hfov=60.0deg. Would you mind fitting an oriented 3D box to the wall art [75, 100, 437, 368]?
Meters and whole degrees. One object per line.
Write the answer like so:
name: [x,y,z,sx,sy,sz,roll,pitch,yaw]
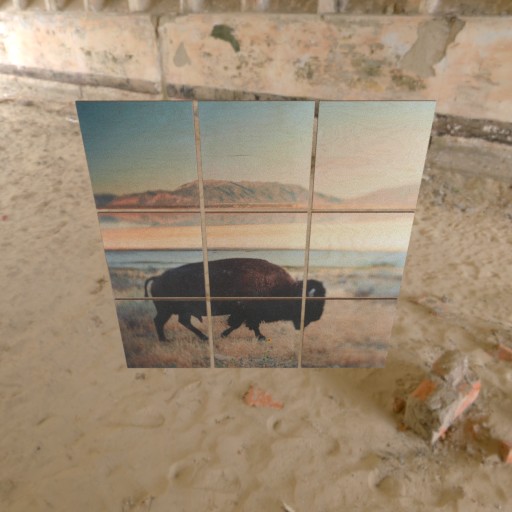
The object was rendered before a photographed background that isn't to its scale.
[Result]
wall art: [0.000,0.000,1.808,1.221,1.218,0.019,0,30,0]
